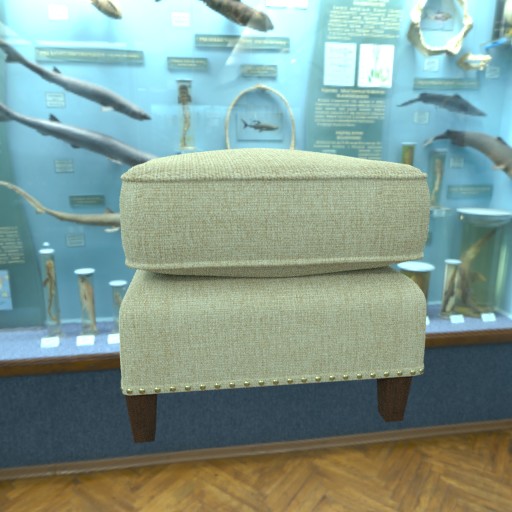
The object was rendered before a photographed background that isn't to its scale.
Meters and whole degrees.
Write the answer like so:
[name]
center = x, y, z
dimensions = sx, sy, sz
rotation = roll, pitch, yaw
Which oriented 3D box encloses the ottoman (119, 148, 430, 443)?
[ottoman]
center = 0.000, 0.000, 1.133
dimensions = 0.589, 0.537, 0.738
rotation = -2, 14, -7
